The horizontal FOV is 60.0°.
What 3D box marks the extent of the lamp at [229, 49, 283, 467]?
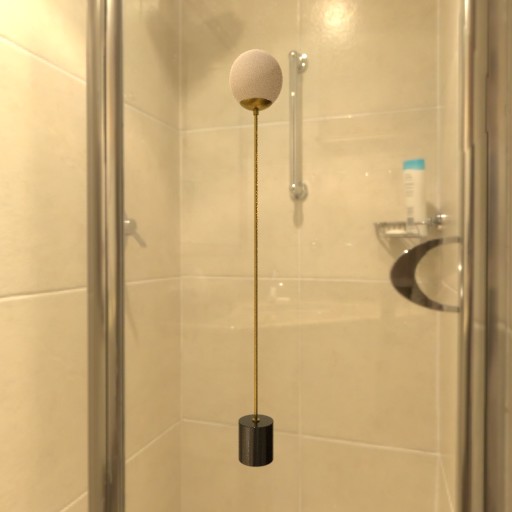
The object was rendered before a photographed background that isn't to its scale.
[{"bbox_3d":[0.000,0.000,1.905,0.229,1.748,0.229,0,1,-19],"label":"lamp"}]
